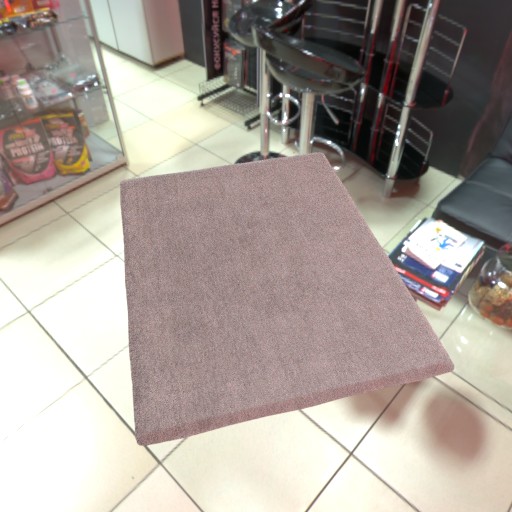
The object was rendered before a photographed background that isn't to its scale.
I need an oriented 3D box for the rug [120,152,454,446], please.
[{"bbox_3d":[0.000,0.000,4.009,2.332,0.027,2.933,-10,47,-10],"label":"rug"}]
